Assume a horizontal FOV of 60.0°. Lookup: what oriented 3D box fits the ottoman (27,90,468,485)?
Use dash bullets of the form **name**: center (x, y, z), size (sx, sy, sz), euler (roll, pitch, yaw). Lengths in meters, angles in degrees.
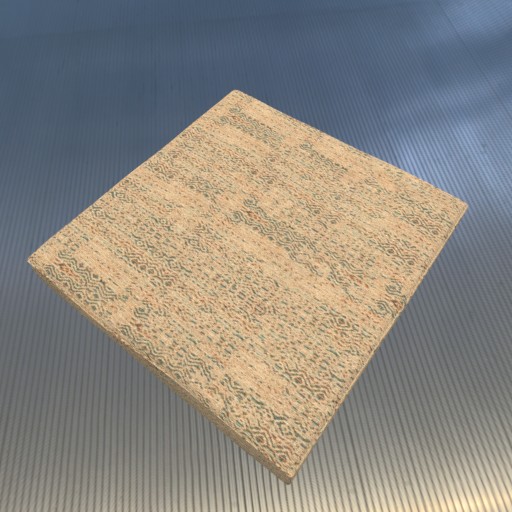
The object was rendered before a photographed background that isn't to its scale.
- **ottoman**: center (0.000, 0.000, 1.480), size (0.968, 0.356, 1.004), euler (33, 63, 19)
